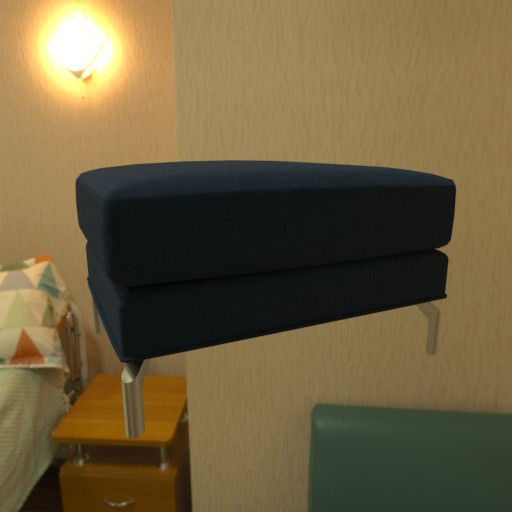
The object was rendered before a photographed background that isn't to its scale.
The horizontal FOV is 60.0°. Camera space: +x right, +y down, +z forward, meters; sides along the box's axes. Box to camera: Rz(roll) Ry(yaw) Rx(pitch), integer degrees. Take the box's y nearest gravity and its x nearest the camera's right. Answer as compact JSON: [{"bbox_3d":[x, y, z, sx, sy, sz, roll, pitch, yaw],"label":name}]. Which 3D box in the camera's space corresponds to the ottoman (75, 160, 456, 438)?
[{"bbox_3d":[0.000,0.000,1.189,0.835,0.498,0.587,-7,15,-25],"label":"ottoman"}]
